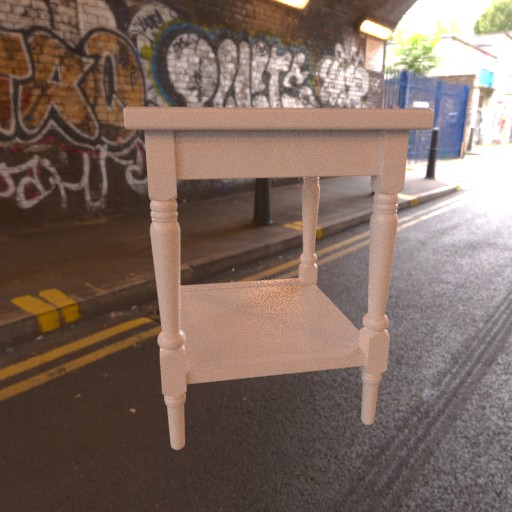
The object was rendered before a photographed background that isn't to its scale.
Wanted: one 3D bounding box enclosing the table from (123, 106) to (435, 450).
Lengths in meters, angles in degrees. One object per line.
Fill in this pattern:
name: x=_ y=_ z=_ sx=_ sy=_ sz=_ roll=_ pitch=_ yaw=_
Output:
table: x=0.000 y=0.000 z=0.918 sx=0.442 sy=0.565 sz=0.488 roll=-3 pitch=17 yaw=-10
